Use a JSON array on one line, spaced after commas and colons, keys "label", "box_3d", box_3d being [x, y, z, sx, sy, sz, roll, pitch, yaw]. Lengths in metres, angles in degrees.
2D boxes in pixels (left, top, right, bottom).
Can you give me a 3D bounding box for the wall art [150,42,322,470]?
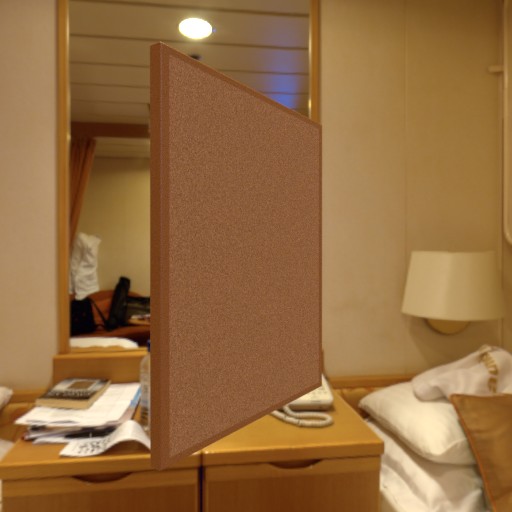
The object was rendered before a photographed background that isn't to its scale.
[{"label": "wall art", "box_3d": [0.000, 0.000, 0.520, 0.015, 0.379, 0.310, 0, 0, 36]}]
